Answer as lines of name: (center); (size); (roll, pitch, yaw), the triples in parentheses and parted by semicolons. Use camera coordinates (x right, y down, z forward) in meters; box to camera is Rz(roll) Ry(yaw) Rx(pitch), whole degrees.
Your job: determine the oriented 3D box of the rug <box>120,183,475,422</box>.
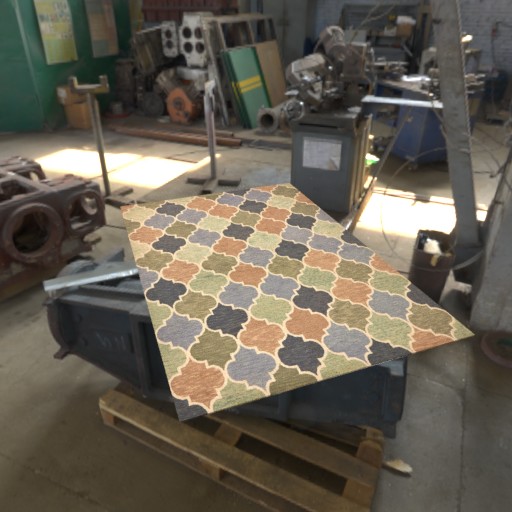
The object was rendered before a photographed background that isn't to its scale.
rug: (0.000, 0.000, 2.360); (1.216, 0.006, 1.828); (-11, 32, -18)
